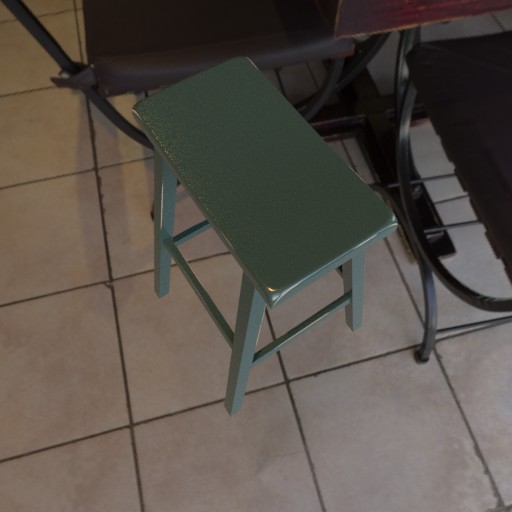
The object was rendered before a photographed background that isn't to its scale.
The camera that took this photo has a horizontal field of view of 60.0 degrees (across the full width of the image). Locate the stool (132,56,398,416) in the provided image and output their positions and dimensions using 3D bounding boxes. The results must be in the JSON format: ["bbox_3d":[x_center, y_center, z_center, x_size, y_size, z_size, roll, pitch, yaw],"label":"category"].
[{"bbox_3d":[0.000,0.000,1.059,0.476,0.737,0.457,-31,68,-14],"label":"stool"}]
